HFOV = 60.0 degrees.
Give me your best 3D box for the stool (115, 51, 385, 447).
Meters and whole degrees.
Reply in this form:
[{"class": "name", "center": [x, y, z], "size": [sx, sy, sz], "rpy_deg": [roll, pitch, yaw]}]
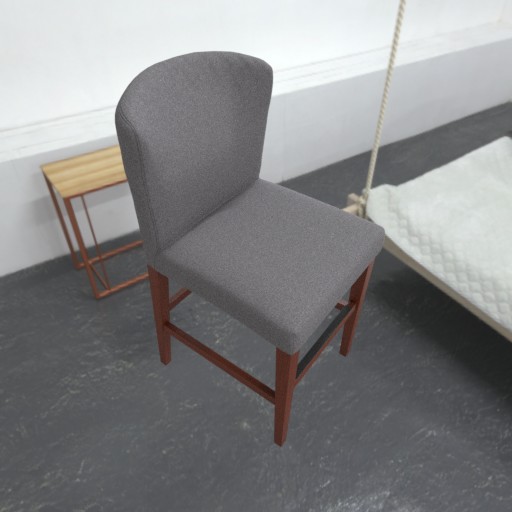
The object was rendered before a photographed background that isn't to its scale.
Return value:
[{"class": "stool", "center": [0.000, 0.000, 1.258], "size": [0.568, 0.968, 0.481], "rpy_deg": [27, 48, 27]}]
